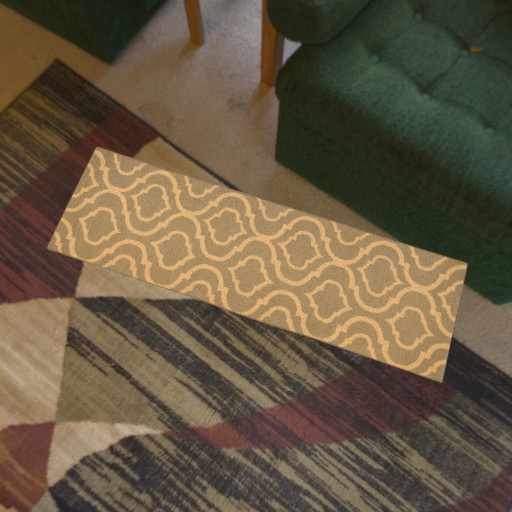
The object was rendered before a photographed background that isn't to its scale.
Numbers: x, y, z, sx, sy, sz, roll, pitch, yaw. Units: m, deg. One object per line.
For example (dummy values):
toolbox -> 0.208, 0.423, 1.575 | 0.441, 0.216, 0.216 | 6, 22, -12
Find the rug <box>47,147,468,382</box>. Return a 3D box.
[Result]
rug -> 0.000, 0.000, 2.495 | 2.275, 0.009, 0.684 | 18, 75, 5
